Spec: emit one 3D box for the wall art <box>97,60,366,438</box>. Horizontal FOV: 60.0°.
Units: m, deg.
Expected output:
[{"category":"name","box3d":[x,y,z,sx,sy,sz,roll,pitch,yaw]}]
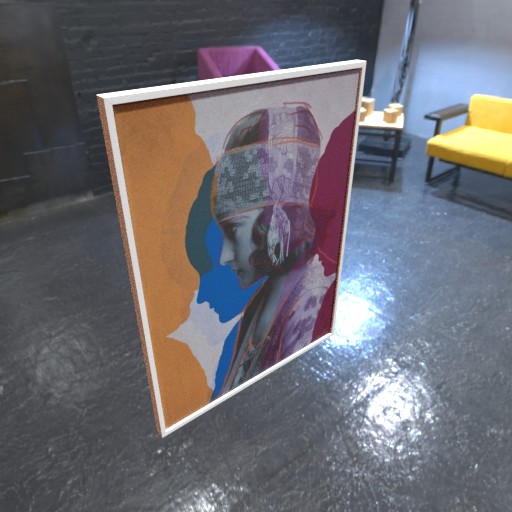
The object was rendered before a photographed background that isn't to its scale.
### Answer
[{"category":"wall art","box3d":[0.000,0.000,1.370,0.795,1.050,0.039,-22,38,-32]}]
